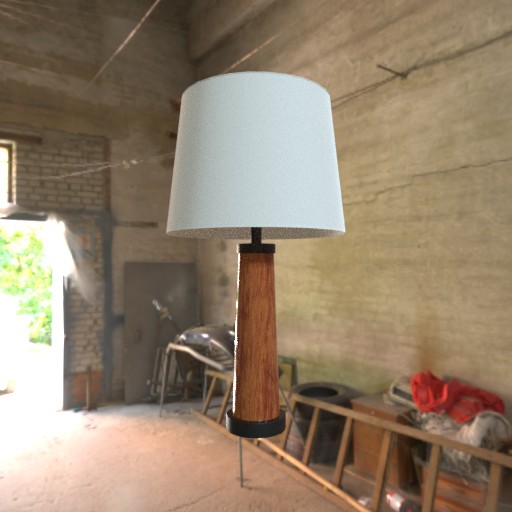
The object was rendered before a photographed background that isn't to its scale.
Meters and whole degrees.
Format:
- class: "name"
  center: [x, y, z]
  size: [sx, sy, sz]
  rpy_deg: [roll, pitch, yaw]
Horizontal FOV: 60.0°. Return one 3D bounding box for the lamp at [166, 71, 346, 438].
- class: "lamp"
  center: [0.000, 0.000, 0.871]
  size: [0.349, 0.667, 0.349]
  rpy_deg: [0, -1, 0]
